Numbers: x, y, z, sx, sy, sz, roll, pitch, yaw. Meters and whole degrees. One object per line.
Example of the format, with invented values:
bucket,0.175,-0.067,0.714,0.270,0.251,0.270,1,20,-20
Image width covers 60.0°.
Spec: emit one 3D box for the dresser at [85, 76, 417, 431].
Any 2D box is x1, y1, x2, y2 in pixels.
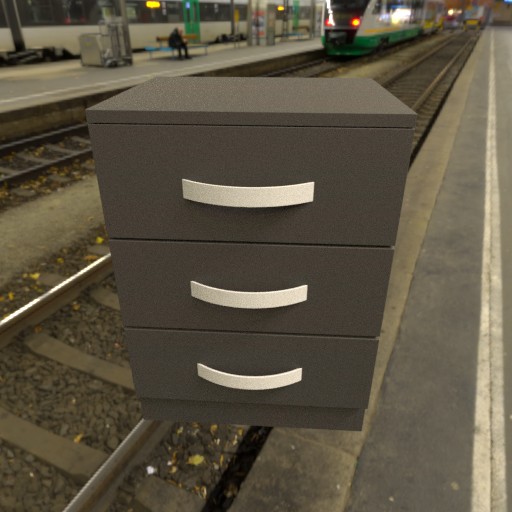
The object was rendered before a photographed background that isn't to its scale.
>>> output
dresser,0.000,0.000,0.799,0.400,0.560,0.360,2,29,3
